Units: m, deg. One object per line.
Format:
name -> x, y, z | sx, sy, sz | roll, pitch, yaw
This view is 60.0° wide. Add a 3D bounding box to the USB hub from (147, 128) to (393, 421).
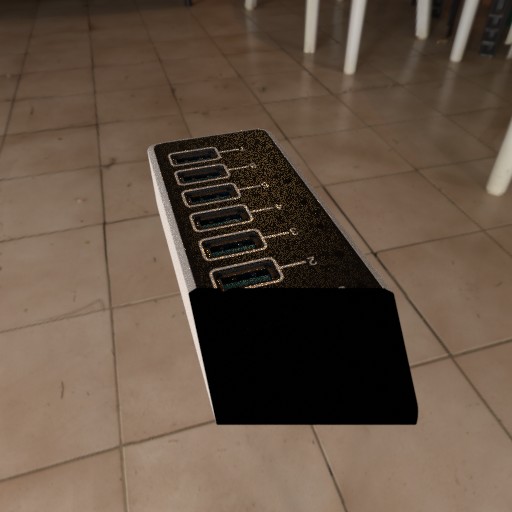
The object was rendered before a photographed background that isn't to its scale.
USB hub -> 0.000, 0.000, 0.125 | 0.044, 0.023, 0.110 | -12, 43, -13
